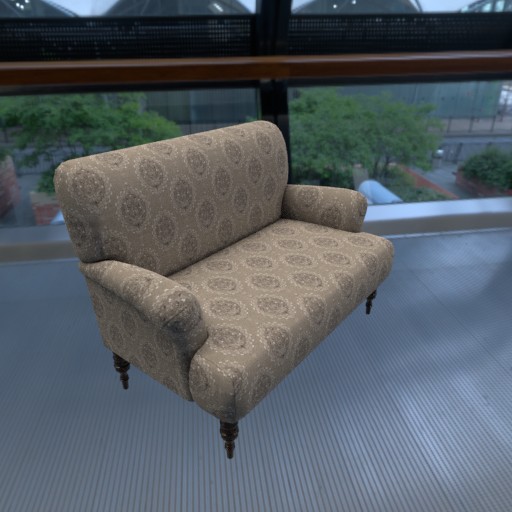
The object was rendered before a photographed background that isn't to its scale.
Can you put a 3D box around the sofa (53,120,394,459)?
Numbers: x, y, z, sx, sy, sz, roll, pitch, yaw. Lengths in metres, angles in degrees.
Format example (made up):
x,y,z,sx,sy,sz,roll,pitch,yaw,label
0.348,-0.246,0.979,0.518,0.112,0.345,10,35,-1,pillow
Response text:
x,y,z,sx,sy,sz,roll,pitch,yaw,label
0.000,0.000,1.825,0.779,0.889,1.297,18,31,33,sofa
